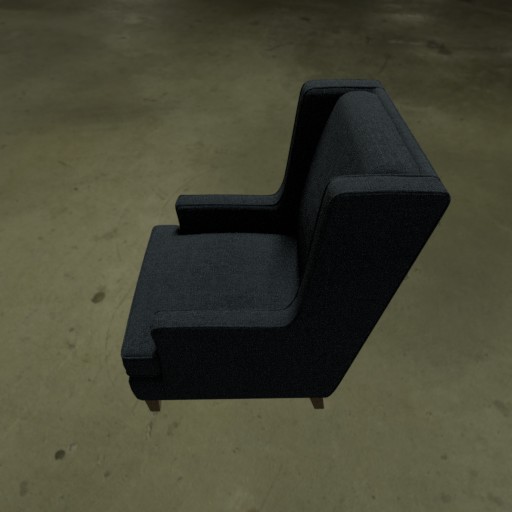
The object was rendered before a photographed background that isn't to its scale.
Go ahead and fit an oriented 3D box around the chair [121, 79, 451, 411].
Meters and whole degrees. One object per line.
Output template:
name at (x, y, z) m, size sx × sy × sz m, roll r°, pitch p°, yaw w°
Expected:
chair at (0.000, 0.000, 1.696) m, size 0.947 × 1.072 × 0.764 m, roll -1°, pitch 41°, yaw -1°
